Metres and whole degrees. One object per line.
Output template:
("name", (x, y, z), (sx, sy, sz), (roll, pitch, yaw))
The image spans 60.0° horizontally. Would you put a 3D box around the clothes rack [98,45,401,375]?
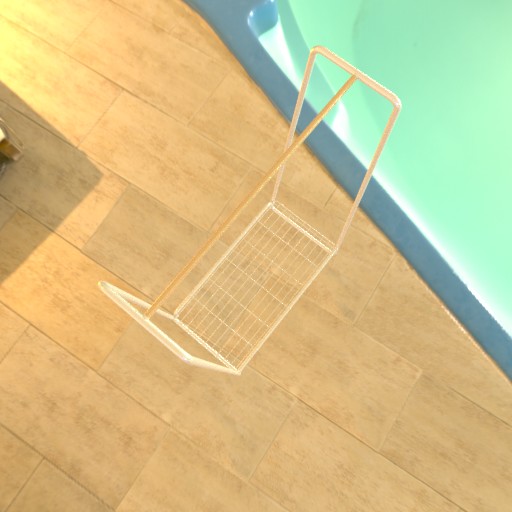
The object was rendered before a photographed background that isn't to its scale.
("clothes rack", (0.000, 0.000, 1.868), (0.495, 1.500, 0.900), (38, 79, 9))
